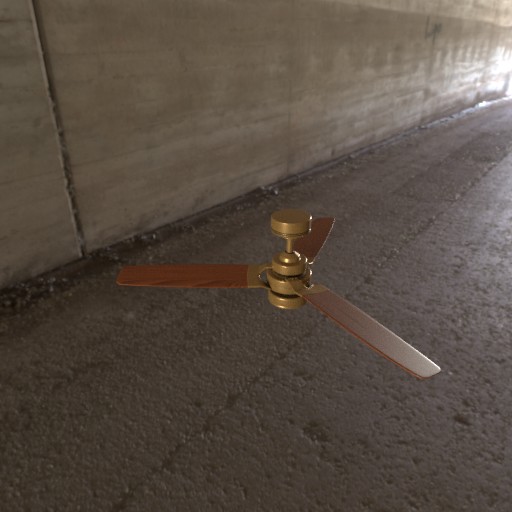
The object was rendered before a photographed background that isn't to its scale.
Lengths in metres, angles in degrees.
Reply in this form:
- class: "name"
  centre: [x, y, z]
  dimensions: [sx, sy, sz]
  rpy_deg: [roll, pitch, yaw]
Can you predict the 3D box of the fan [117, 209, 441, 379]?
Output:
- class: "fan"
  centre: [0.000, 0.000, 2.039]
  dimensions: [1.271, 0.425, 1.416]
  rpy_deg: [1, 27, 1]
